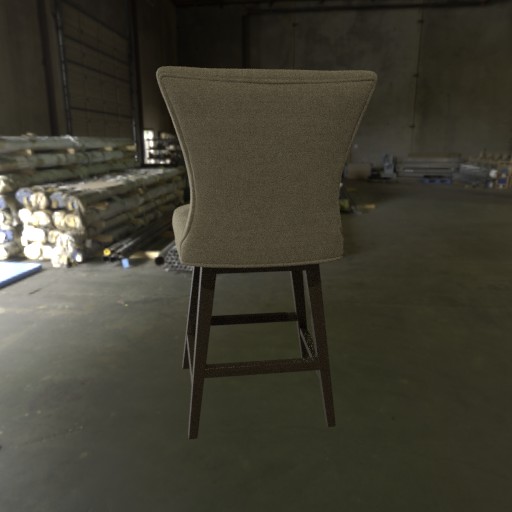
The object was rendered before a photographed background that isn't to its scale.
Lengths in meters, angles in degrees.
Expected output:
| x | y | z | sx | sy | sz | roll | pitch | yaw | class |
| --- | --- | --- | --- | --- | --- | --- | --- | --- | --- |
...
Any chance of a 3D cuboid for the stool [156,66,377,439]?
| x | y | z | sx | sy | sz | roll | pitch | yaw | class |
| --- | --- | --- | --- | --- | --- | --- | --- | --- | --- |
| 0.000 | 0.000 | 1.351 | 0.514 | 1.000 | 0.574 | -2 | 15 | -8 | stool |
